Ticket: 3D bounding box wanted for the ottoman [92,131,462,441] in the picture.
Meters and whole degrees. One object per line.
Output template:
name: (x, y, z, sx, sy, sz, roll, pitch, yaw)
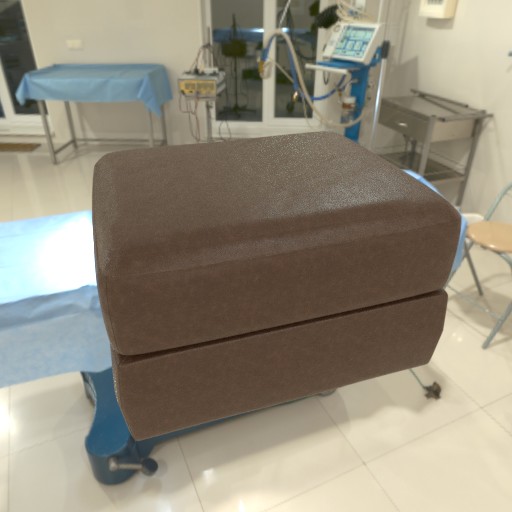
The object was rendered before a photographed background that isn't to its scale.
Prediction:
ottoman: (0.000, 0.000, 1.117, 0.751, 0.476, 0.603, -10, 33, -15)
